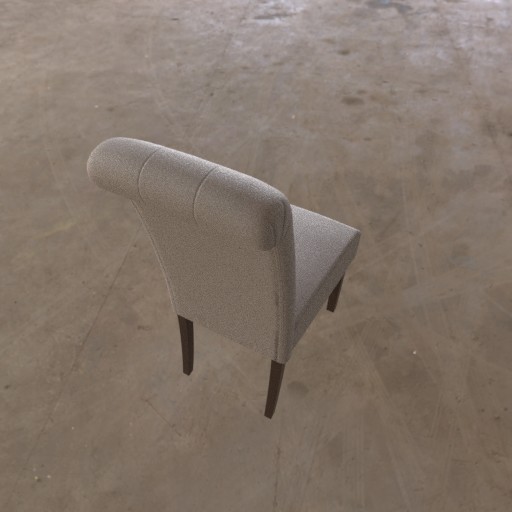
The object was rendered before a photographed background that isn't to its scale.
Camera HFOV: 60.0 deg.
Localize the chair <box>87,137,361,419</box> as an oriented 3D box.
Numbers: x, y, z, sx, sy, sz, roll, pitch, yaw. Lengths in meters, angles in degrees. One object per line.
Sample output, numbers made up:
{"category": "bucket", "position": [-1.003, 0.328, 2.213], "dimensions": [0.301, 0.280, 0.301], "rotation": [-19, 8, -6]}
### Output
{"category": "chair", "position": [0.000, 0.000, 1.323], "dimensions": [0.456, 1.006, 0.671], "rotation": [22, 50, 19]}
